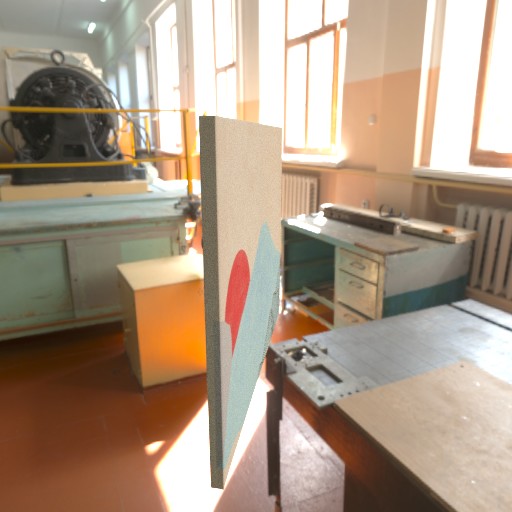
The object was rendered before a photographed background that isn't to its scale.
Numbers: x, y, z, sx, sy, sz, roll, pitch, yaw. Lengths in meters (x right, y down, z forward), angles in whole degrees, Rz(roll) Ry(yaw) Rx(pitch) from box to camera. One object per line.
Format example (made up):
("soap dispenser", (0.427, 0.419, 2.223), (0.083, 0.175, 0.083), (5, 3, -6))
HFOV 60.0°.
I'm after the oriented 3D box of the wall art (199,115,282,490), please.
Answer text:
("wall art", (0.000, 0.000, 1.596), (0.042, 0.912, 1.219), (3, 15, 9))
